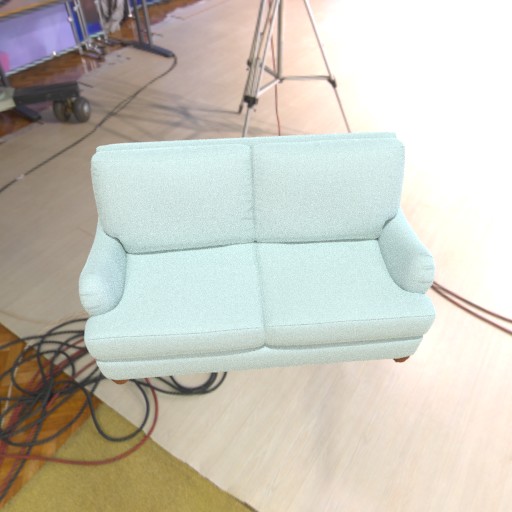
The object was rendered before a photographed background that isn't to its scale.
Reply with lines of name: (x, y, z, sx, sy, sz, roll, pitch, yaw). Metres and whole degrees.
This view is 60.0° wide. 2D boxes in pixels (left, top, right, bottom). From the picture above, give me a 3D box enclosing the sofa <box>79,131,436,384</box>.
sofa: (0.000, 0.000, 2.584, 1.853, 1.101, 1.084, -4, 46, -3)
